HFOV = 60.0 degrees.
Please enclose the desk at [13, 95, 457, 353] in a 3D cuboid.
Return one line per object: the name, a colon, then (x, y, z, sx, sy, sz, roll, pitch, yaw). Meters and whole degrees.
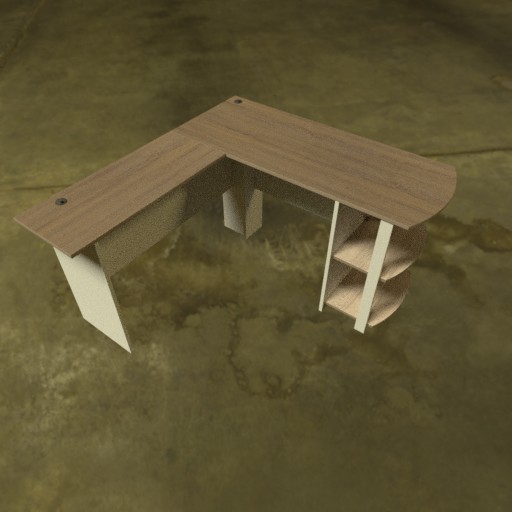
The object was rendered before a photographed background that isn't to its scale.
desk: (0.000, 0.000, 2.053, 1.303, 0.716, 1.361, 27, 50, 26)
